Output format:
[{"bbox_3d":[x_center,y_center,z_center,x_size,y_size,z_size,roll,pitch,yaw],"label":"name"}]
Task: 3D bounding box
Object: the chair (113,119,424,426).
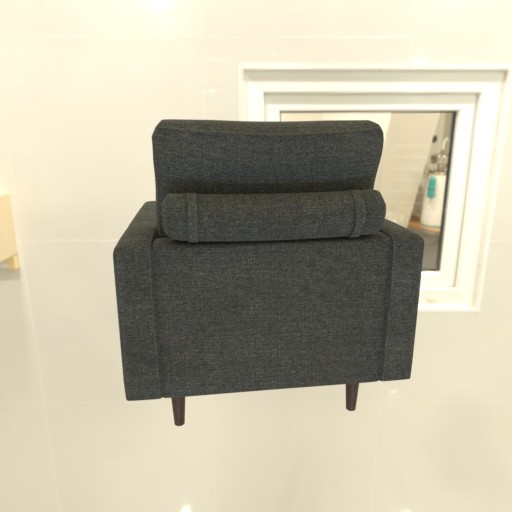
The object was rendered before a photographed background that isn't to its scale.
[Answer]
[{"bbox_3d":[0.000,0.000,1.523,0.821,0.880,0.843,-2,16,-8],"label":"chair"}]
